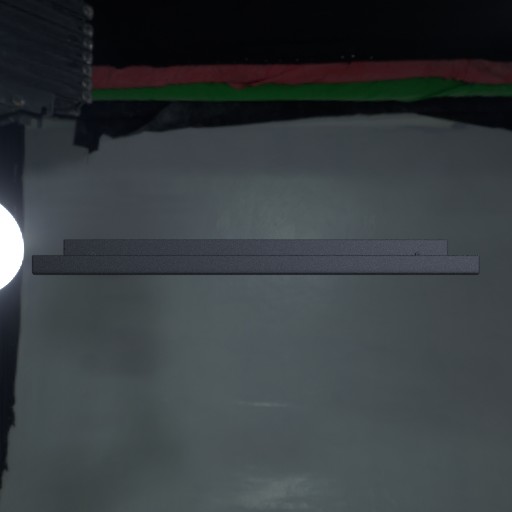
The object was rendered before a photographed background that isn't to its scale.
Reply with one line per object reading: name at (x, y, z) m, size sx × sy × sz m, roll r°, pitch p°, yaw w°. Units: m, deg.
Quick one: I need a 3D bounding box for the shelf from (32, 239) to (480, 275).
shelf at (0.000, 0.000, 0.649) m, size 0.605 × 0.053 × 0.102 m, roll 0°, pitch 0°, yaw 0°
